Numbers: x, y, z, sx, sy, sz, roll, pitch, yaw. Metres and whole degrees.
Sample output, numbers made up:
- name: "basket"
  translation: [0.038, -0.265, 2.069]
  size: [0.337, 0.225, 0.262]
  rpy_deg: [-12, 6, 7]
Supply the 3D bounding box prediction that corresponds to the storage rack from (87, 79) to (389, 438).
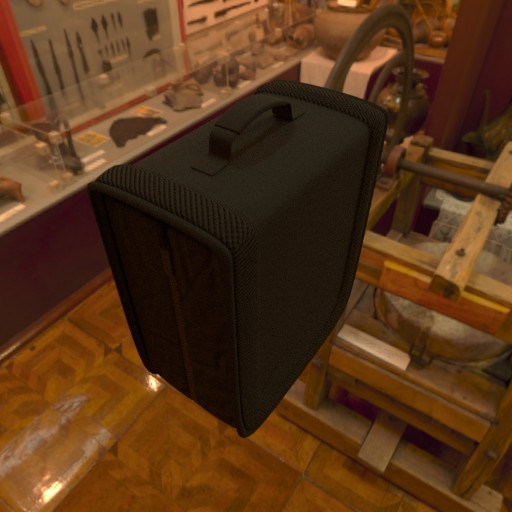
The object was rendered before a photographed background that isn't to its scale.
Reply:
- name: "storage rack"
  translation: [0.000, 0.000, 0.548]
  size: [0.168, 0.387, 0.297]
  rpy_deg: [26, 48, 26]
